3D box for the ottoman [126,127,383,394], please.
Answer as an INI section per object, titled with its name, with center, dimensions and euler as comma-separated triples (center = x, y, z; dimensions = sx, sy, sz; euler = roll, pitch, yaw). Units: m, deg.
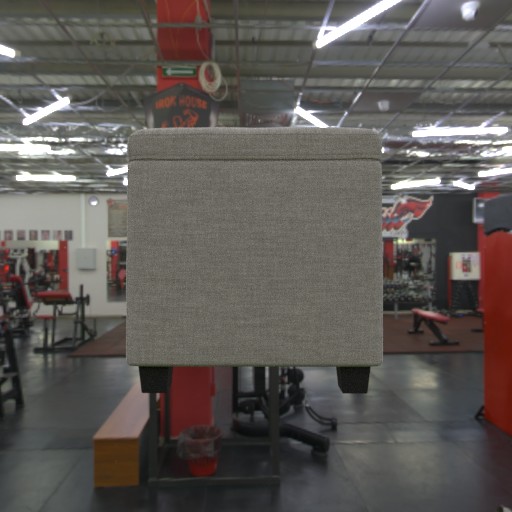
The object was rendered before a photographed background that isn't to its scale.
[ottoman]
center = 0.000, 0.000, 1.117
dimensions = 0.419, 0.432, 0.902
euler = 0, 0, 0
